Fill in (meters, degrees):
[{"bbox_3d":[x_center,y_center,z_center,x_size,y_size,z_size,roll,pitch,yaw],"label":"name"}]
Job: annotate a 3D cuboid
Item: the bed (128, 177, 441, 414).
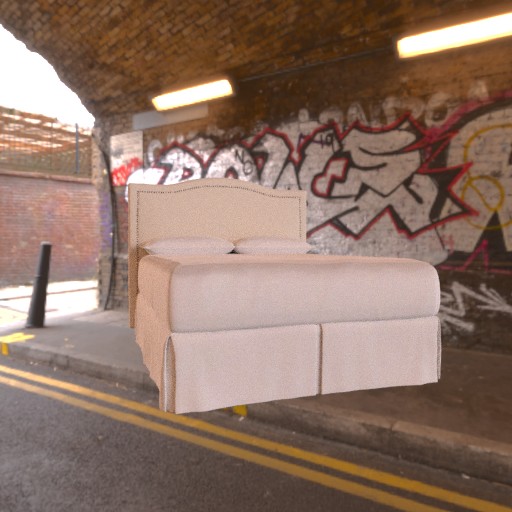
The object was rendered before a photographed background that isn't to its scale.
[{"bbox_3d":[0.000,0.000,3.334,1.753,1.460,2.143,0,2,-19],"label":"bed"}]
